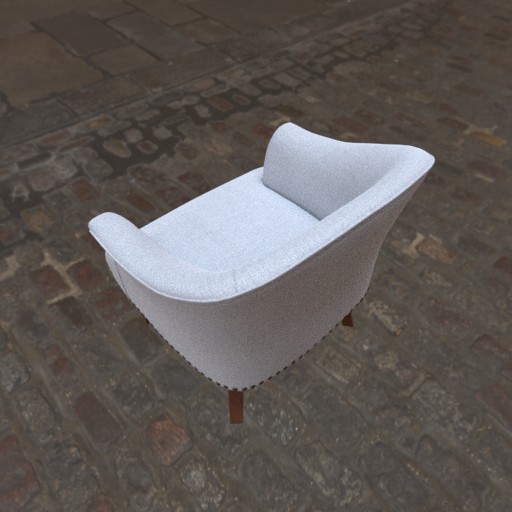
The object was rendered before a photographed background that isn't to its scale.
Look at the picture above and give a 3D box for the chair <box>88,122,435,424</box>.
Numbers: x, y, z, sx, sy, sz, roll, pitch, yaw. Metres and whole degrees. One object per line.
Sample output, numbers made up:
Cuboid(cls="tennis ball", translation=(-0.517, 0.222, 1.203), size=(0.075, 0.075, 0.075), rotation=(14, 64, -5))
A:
Cuboid(cls="chair", translation=(0.000, 0.000, 1.374), size=(0.798, 0.815, 0.704), rotation=(-33, 55, -27))
